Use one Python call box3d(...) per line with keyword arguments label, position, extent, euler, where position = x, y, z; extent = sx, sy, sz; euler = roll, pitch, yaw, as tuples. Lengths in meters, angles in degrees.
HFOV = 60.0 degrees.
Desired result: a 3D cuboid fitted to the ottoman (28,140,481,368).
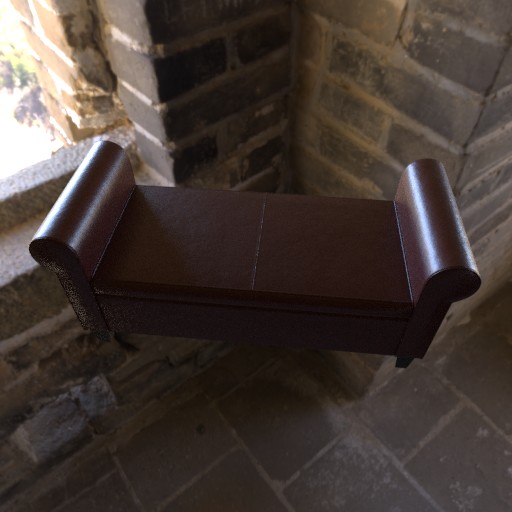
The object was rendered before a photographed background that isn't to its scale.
box3d(label="ottoman", position=(0.000, 0.000, 1.548), extent=(1.256, 0.547, 0.521), euler=(4, 46, 4))
